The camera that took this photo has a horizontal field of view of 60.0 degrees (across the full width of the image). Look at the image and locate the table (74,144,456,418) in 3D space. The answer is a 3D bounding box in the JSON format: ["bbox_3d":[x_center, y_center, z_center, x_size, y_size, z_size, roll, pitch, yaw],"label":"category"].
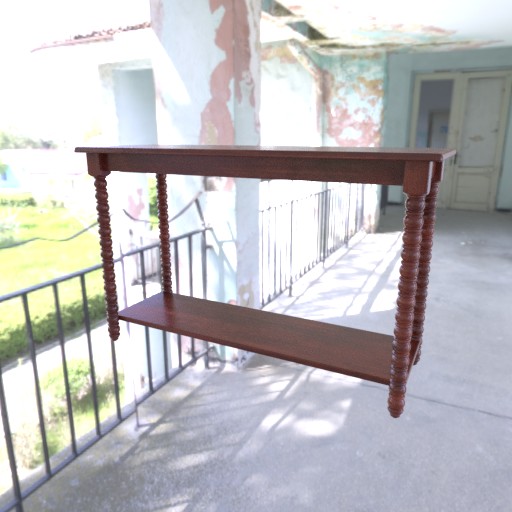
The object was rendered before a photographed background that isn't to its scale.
[{"bbox_3d":[0.000,0.000,1.554,1.184,0.740,0.459,8,17,26],"label":"table"}]
